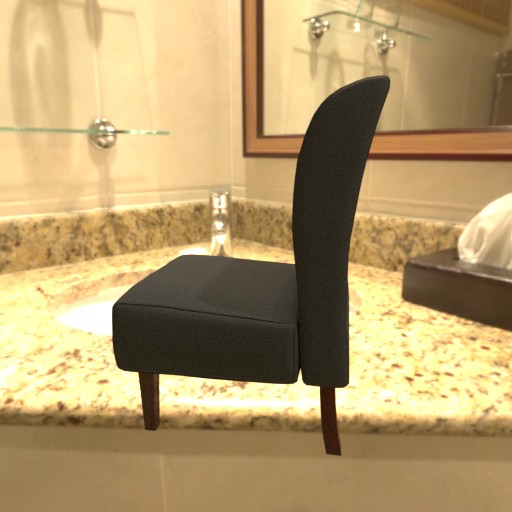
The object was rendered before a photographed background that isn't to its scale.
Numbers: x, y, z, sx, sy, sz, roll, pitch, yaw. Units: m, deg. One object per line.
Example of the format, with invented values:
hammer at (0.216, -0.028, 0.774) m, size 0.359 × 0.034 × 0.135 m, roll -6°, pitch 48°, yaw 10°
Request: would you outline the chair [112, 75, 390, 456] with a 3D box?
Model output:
chair at (0.000, 0.000, 1.153) m, size 0.592 × 0.804 × 0.513 m, roll 2°, pitch 14°, yaw 10°
